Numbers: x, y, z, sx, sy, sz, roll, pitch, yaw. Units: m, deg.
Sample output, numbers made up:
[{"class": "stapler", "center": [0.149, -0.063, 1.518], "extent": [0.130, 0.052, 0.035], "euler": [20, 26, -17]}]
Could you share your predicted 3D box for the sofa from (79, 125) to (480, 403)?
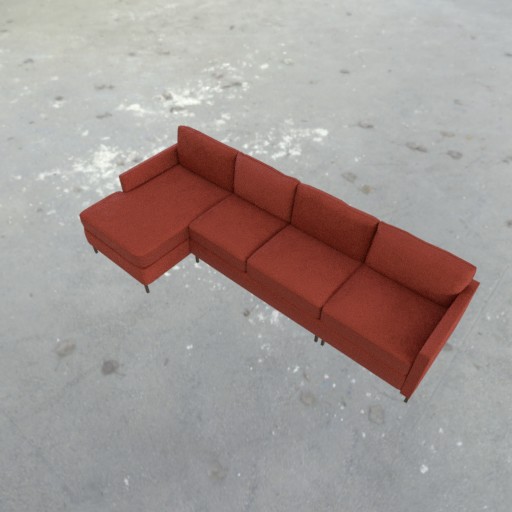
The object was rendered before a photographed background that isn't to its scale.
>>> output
[{"class": "sofa", "center": [0.000, 0.000, 4.032], "extent": [3.400, 0.967, 1.500], "euler": [31, 54, 27]}]
